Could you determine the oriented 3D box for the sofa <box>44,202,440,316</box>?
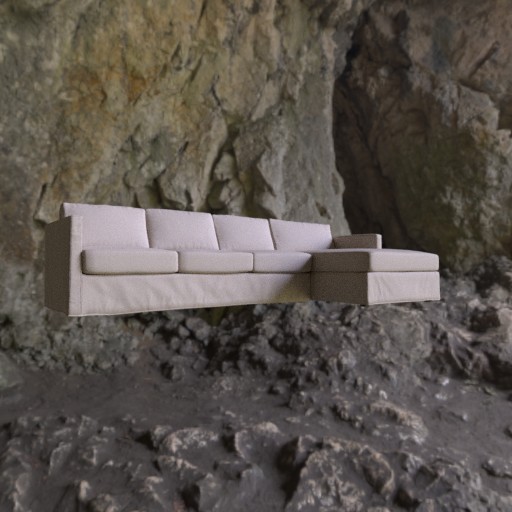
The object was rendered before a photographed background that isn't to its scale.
[{"bbox_3d":[0.000,0.000,3.949,3.206,0.871,1.622,1,-2,-35],"label":"sofa"}]
